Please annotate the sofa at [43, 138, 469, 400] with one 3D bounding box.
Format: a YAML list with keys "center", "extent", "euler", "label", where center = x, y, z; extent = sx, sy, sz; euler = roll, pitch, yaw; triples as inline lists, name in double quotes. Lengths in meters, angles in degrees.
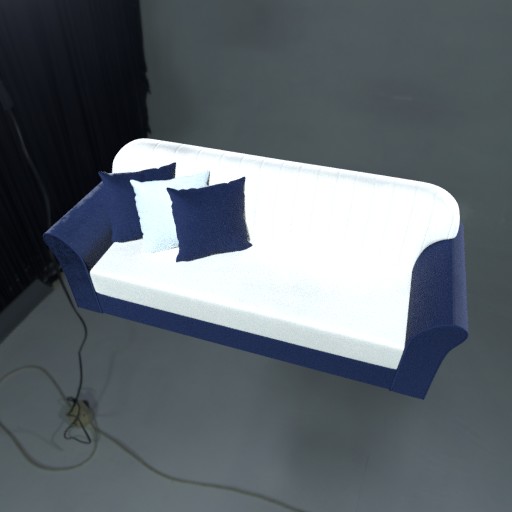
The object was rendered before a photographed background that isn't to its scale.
- center: [0.000, 0.000, 2.350]
  extent: [2.006, 0.789, 0.749]
  euler: [12, 43, 13]
  label: "sofa"
